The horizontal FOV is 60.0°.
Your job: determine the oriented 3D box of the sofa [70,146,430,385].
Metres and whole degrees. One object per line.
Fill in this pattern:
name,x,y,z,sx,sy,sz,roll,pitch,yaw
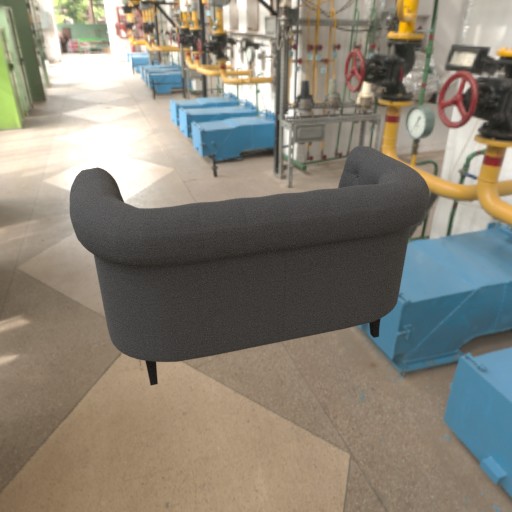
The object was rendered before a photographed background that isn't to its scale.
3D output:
sofa,0.000,0.000,2.106,1.558,0.827,0.835,-8,29,-16
